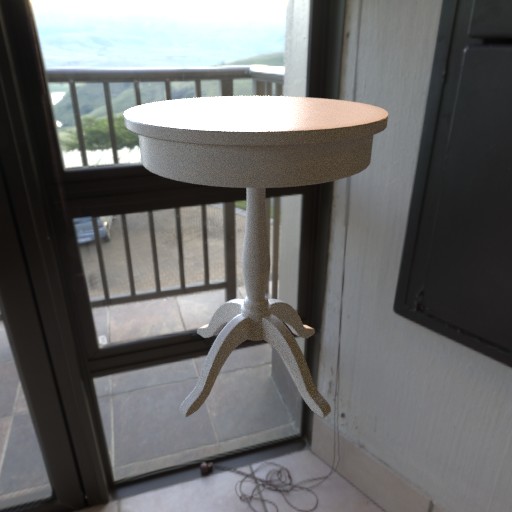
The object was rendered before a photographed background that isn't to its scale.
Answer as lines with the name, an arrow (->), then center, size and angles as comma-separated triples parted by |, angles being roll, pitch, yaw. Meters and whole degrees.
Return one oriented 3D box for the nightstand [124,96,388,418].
nightstand -> 0.000, 0.000, 1.028 | 0.513, 0.653, 0.513 | -17, 30, -32
